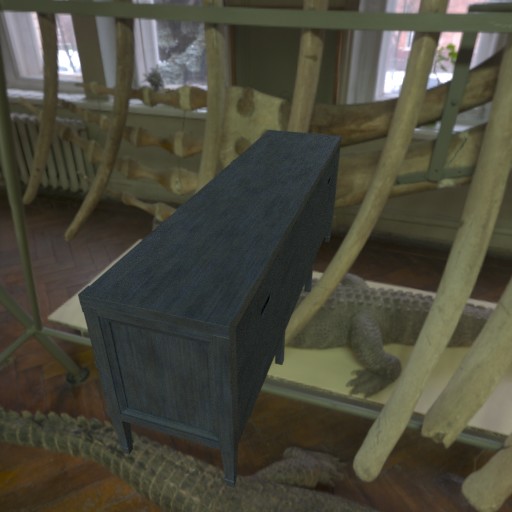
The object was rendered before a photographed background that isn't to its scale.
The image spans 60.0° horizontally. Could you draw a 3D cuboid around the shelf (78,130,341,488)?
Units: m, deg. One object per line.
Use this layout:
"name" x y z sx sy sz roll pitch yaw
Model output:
"shelf" 0.000 0.000 2.152 0.471 0.715 1.878 9 32 16
